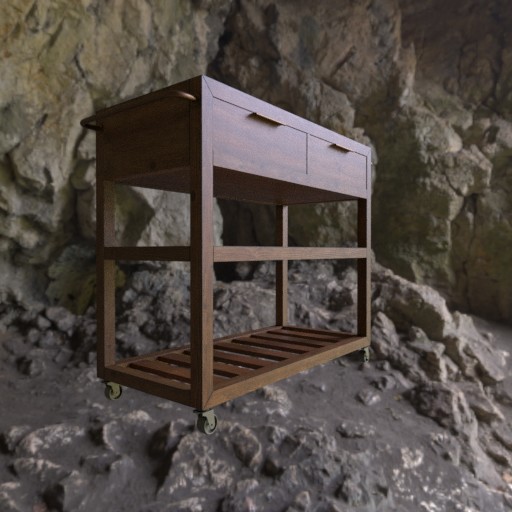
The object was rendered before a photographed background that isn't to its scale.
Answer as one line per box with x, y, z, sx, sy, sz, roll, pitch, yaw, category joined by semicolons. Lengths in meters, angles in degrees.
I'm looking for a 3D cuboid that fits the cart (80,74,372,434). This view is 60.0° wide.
0.000;0.000;1.490;0.445;0.830;1.065;1;1;38;cart
